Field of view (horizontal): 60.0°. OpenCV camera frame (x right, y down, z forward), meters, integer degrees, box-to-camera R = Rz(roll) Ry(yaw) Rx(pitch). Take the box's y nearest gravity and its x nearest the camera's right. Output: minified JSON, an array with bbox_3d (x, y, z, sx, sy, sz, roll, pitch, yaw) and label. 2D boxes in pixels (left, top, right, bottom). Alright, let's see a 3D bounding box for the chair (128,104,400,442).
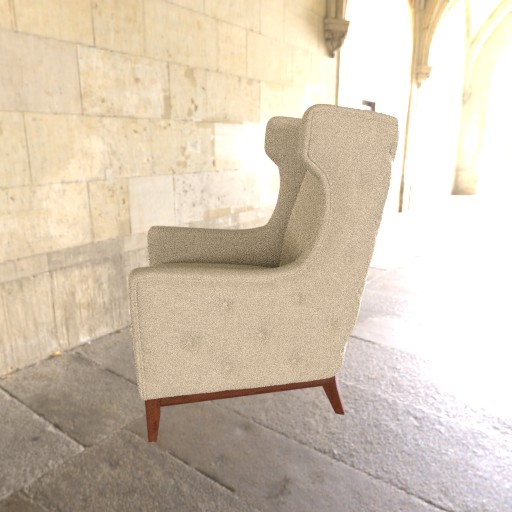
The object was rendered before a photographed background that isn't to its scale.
[{"bbox_3d":[0.000,0.000,1.728,0.899,1.079,0.778,-2,15,-8],"label":"chair"}]
